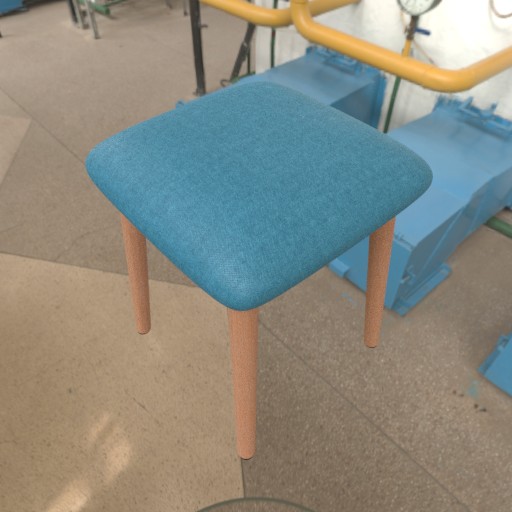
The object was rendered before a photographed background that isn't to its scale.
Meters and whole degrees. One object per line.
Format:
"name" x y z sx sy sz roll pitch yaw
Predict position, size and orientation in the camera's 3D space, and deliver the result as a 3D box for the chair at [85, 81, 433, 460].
"chair" 0.000 0.000 0.713 0.360 0.450 0.360 -32 54 -27
